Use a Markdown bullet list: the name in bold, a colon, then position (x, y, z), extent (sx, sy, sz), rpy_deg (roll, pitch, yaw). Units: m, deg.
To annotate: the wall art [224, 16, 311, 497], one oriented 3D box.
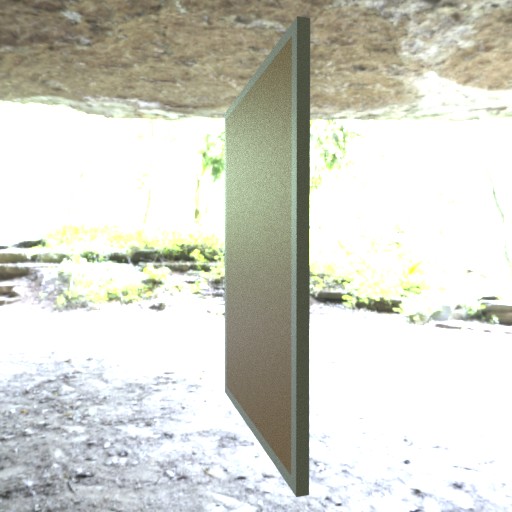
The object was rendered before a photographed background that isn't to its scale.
- **wall art**: position (0.000, 0.000, 0.546), extent (0.013, 0.433, 0.303), rpy_deg (0, 1, -16)
